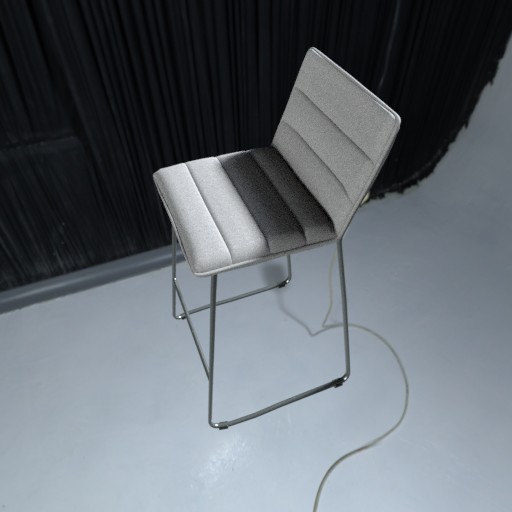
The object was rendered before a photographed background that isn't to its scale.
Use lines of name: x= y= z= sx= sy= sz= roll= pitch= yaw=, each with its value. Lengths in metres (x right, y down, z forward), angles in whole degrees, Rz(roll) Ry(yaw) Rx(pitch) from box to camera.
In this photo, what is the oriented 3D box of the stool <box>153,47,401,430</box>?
stool: x=0.000 y=0.000 z=1.252 sx=0.490 sy=0.960 sz=0.490 roll=-16 pitch=48 yaw=-15
